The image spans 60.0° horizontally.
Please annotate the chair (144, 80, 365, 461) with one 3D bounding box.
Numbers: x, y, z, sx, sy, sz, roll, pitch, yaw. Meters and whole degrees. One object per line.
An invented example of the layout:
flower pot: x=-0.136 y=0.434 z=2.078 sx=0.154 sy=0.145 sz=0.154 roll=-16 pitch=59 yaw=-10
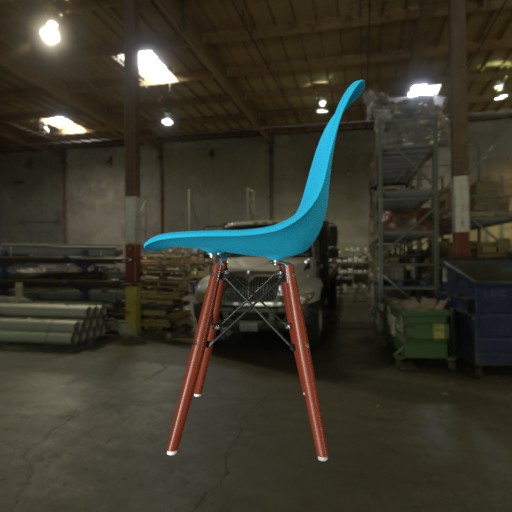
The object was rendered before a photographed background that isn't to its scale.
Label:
chair: x=0.000 y=0.000 z=1.115 sx=0.533 sy=0.826 sz=0.470 roll=0 pitch=0 yaw=0
